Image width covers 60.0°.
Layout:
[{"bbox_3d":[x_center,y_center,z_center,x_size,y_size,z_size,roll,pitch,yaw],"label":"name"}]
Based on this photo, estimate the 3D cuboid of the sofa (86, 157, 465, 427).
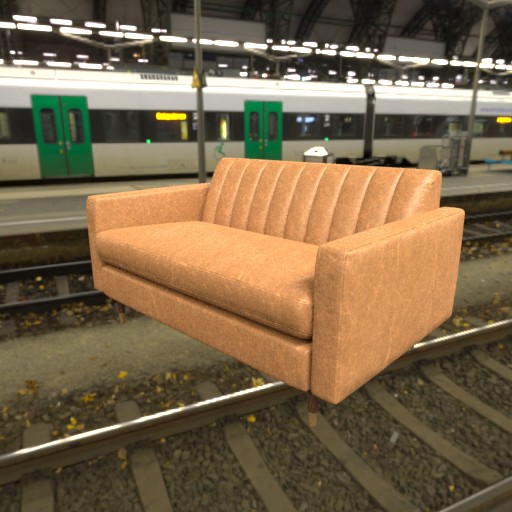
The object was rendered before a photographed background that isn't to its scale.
[{"bbox_3d":[0.000,0.000,2.084,1.549,0.820,0.960,15,21,41],"label":"sofa"}]
